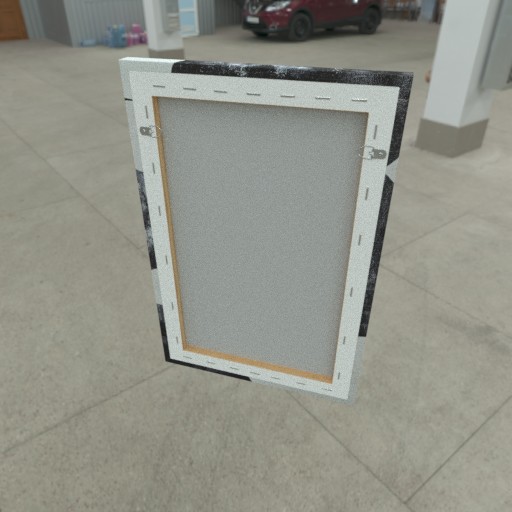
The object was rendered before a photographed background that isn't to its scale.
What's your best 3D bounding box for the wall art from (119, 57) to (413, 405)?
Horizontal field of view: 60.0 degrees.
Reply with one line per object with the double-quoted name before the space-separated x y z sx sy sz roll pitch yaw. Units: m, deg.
"wall art" 0.000 0.000 1.143 0.610 0.915 0.041 9 34 14
